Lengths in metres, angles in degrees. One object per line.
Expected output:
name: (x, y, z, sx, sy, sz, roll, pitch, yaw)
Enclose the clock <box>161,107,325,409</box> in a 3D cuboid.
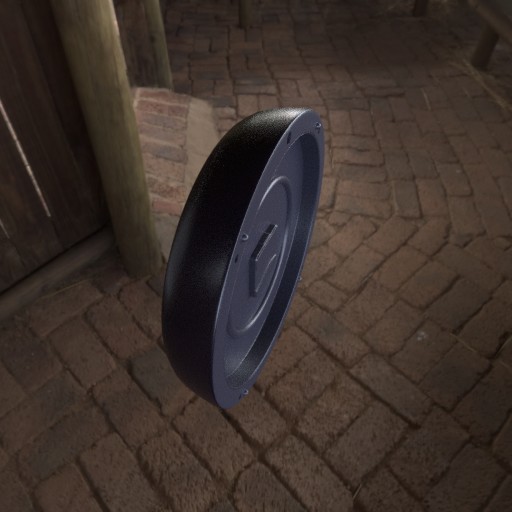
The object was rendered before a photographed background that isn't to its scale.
clock: (0.000, 0.000, 0.455, 0.060, 0.300, 0.300, 17, 48, 16)
